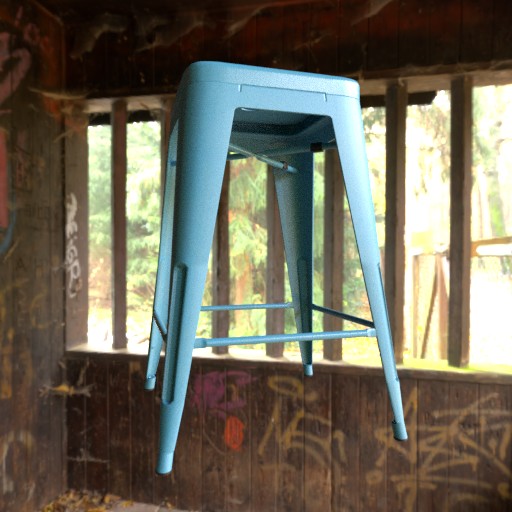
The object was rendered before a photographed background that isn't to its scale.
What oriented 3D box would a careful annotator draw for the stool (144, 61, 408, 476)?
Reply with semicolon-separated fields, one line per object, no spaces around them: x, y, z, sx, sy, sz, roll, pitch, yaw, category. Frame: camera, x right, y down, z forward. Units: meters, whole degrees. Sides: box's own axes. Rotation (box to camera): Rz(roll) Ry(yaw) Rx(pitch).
0.000;0.000;0.863;0.410;0.608;0.410;0;1;-17;stool
